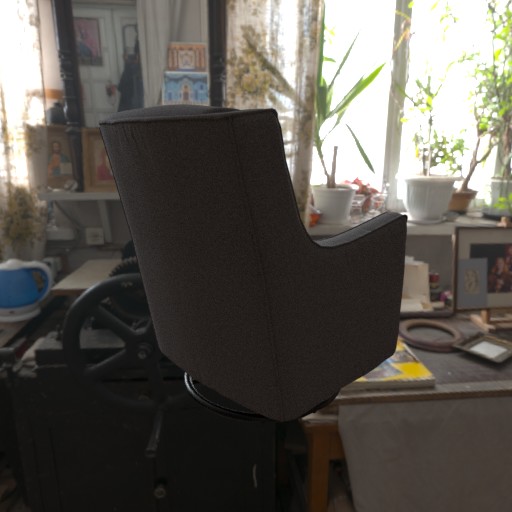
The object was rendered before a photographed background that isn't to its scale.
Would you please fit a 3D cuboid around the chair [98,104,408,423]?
[{"bbox_3d":[0.000,0.000,1.588,0.879,0.993,0.732,-14,21,-42],"label":"chair"}]
